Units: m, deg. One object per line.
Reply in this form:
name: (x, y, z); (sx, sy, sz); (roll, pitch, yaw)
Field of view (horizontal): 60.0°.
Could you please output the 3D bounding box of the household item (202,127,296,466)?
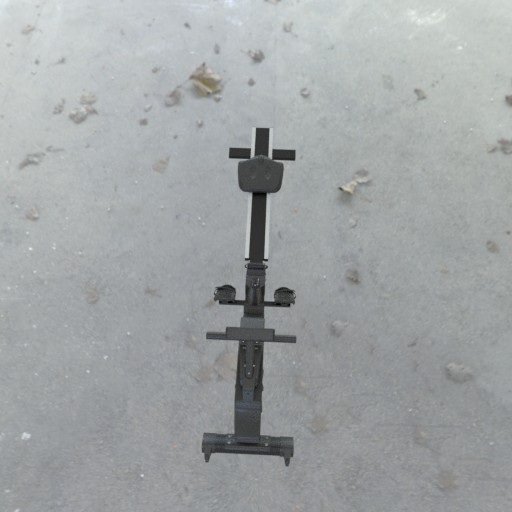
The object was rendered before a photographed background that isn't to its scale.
household item: (0.000, 0.000, 2.664); (0.521, 0.810, 2.251); (2, 63, 1)
